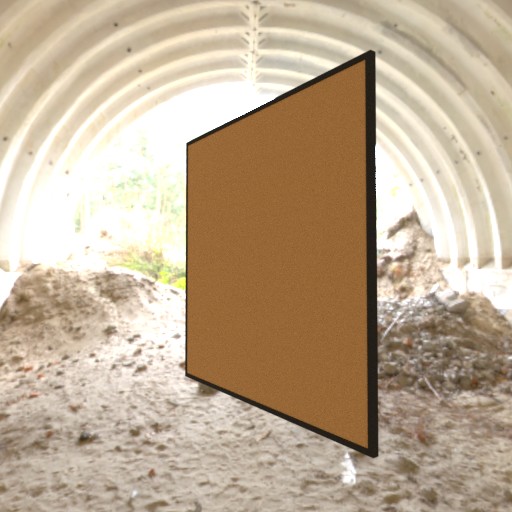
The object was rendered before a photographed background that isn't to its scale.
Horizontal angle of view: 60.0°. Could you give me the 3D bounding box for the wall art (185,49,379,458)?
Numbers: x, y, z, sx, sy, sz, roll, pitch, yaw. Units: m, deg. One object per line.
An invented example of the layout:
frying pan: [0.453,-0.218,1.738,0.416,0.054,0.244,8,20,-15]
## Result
wall art: [0.000,0.000,0.992,0.015,0.663,0.664,1,-2,-36]
